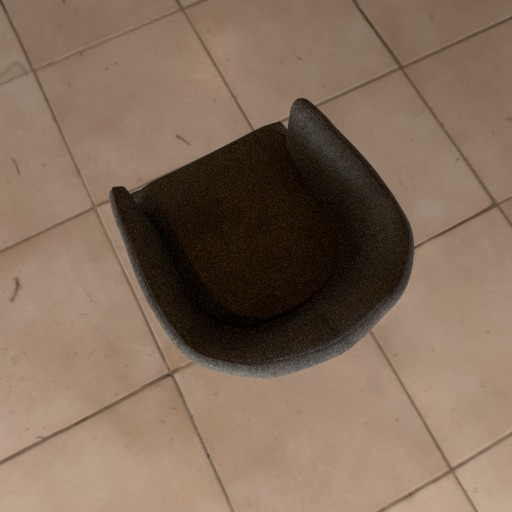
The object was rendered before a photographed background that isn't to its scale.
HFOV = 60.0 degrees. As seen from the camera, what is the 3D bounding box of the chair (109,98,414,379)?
[{"bbox_3d":[0.000,0.000,1.239,0.583,0.811,0.655,-28,76,-7],"label":"chair"}]
